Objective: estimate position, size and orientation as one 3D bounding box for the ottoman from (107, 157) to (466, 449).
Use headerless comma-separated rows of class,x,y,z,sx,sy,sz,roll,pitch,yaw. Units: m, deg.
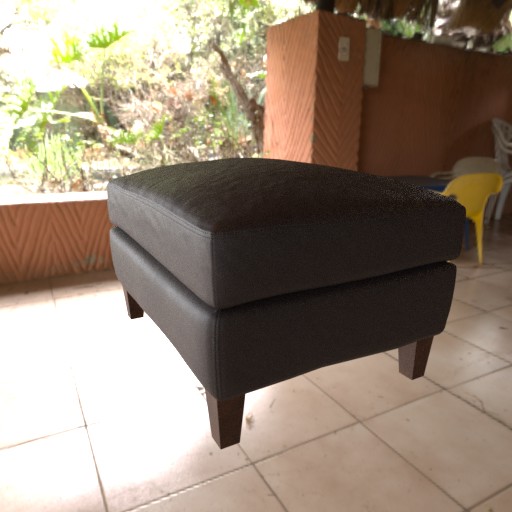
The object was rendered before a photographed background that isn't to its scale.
ottoman,0.000,0.000,1.252,0.659,0.529,0.887,-9,18,-28
